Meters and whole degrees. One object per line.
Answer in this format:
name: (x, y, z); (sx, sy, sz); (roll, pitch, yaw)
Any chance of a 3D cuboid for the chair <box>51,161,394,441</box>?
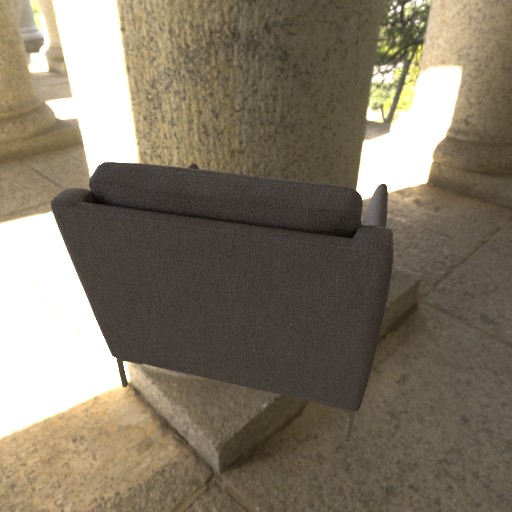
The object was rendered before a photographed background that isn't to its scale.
chair: (0.000, 0.000, 1.509); (0.847, 0.828, 0.849); (9, 33, 13)
